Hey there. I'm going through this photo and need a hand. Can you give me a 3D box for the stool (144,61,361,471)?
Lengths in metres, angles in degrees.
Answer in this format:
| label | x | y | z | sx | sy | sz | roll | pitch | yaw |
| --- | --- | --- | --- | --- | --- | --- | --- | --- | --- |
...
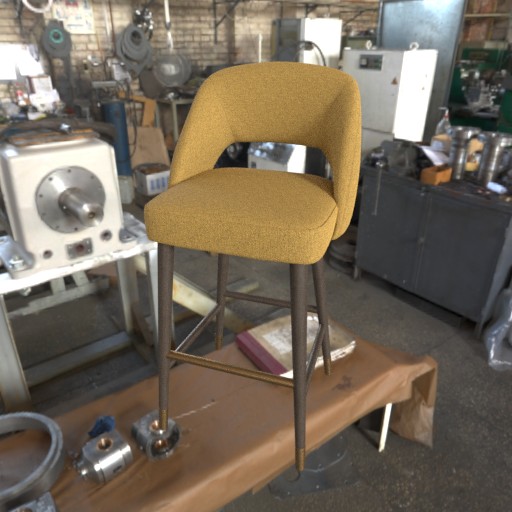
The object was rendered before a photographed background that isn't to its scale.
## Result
| label | x | y | z | sx | sy | sz | roll | pitch | yaw |
| --- | --- | --- | --- | --- | --- | --- | --- | --- | --- |
| stool | 0.000 | 0.000 | 1.305 | 0.536 | 1.032 | 0.522 | 9 | 27 | 17 |
